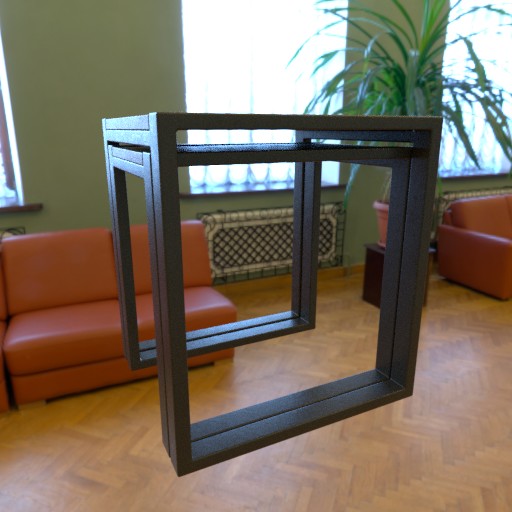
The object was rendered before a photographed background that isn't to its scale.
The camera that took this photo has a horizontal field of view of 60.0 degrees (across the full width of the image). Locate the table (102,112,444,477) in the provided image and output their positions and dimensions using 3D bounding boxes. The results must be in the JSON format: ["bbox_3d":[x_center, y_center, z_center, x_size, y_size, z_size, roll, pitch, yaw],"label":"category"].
[{"bbox_3d":[0.000,0.000,0.922,0.500,0.550,0.449,-8,18,-26],"label":"table"}]
